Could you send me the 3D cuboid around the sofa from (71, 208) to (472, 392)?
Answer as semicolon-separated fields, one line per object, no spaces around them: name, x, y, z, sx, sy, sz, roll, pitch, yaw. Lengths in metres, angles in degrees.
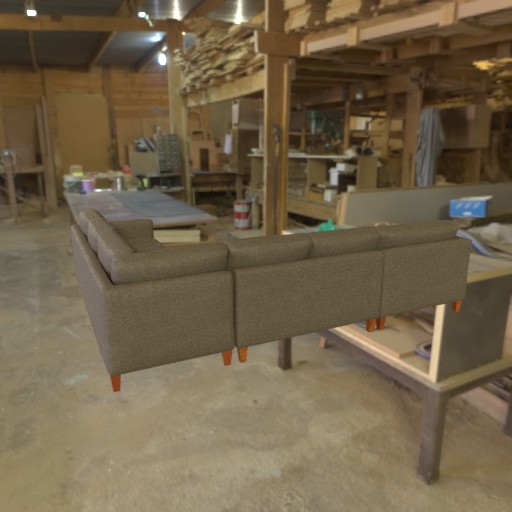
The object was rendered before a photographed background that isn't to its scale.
sofa;0.000;0.000;4.712;3.460;0.961;2.594;-7;16;-25
